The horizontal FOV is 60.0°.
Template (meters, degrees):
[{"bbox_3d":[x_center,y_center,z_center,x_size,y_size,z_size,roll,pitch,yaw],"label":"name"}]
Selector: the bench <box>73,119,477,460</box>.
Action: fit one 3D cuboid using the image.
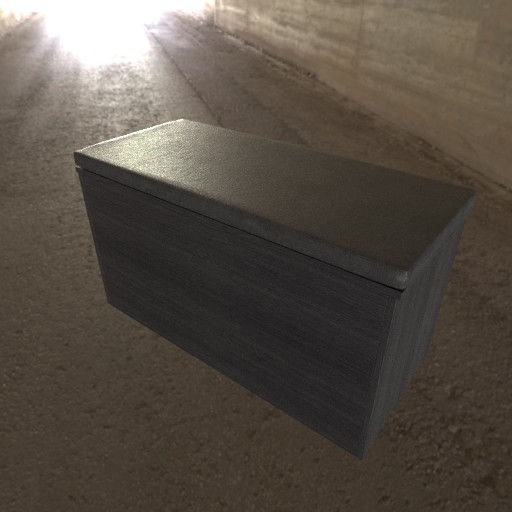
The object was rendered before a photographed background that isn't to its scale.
[{"bbox_3d":[0.000,0.000,1.185,0.905,0.501,0.401,23,39,31],"label":"bench"}]
